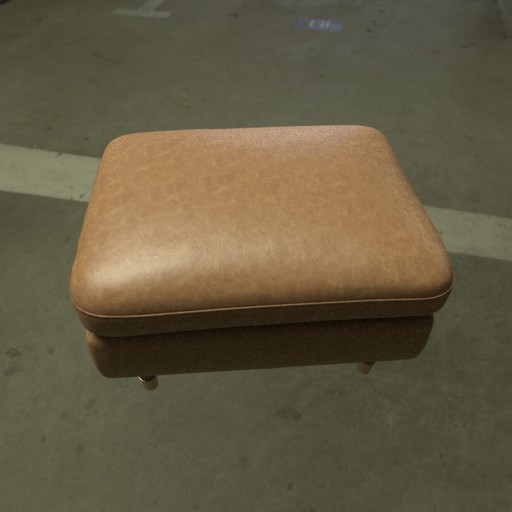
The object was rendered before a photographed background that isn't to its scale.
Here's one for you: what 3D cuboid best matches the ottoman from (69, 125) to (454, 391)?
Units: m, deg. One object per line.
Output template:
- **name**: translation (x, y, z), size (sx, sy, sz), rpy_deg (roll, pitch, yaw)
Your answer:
- **ottoman**: translation (0.000, 0.000, 1.111), size (0.747, 0.478, 0.593), rpy_deg (-3, 46, -3)
